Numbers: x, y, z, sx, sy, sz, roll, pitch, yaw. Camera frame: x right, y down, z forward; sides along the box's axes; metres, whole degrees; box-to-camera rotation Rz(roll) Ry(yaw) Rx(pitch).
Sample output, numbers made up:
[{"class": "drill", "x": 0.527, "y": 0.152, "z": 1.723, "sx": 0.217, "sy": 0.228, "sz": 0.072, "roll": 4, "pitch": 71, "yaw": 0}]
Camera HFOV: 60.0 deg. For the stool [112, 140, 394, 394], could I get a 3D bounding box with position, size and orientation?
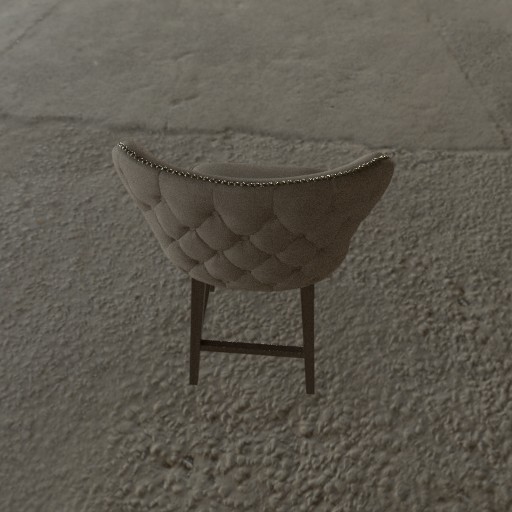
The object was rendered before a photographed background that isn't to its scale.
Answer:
[{"class": "stool", "x": 0.000, "y": 0.000, "z": 1.362, "sx": 0.615, "sy": 0.972, "sz": 0.597, "roll": 3, "pitch": 46, "yaw": 3}]
